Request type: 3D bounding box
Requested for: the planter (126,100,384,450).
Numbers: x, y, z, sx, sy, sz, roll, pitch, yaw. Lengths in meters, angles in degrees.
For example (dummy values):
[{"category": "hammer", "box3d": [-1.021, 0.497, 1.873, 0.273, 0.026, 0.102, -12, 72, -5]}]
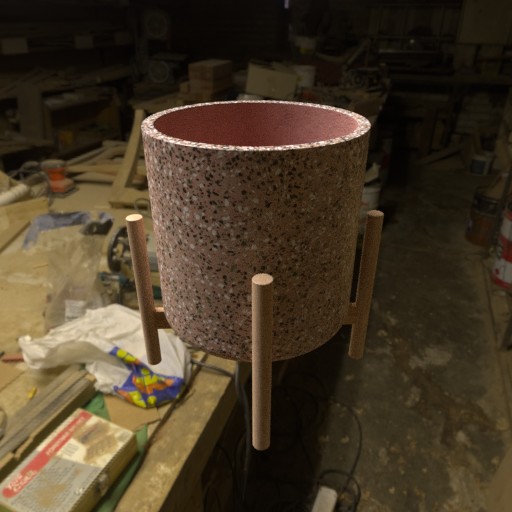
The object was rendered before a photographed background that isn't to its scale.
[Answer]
[{"category": "planter", "box3d": [0.000, 0.000, 0.699, 0.360, 0.419, 0.360, 10, 30, 18]}]
